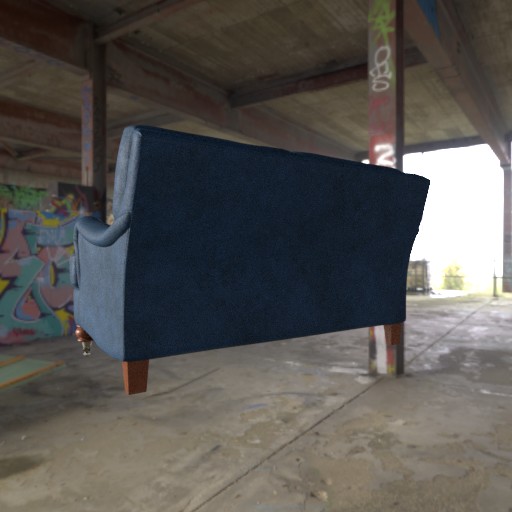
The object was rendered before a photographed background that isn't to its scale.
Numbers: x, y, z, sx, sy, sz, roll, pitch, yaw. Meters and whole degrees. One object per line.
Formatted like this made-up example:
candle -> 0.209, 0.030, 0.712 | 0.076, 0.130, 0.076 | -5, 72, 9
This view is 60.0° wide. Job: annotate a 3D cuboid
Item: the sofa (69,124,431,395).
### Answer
sofa -> 0.000, 0.000, 2.528 | 1.853, 1.101, 1.084 | 0, 1, -35
